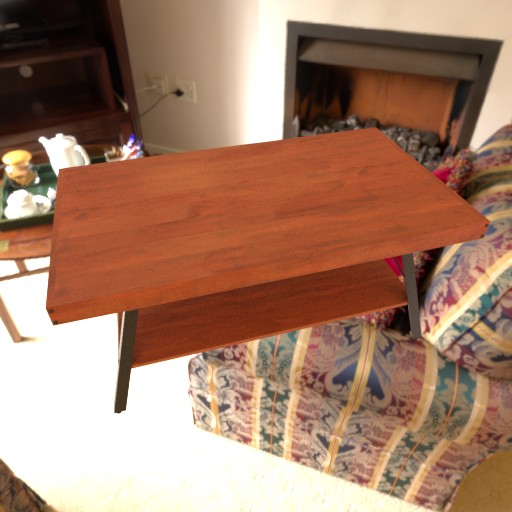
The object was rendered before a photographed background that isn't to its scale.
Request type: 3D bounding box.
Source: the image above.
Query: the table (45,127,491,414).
[{"bbox_3d":[0.000,0.000,1.381,1.067,0.457,0.610,-11,41,-13],"label":"table"}]
